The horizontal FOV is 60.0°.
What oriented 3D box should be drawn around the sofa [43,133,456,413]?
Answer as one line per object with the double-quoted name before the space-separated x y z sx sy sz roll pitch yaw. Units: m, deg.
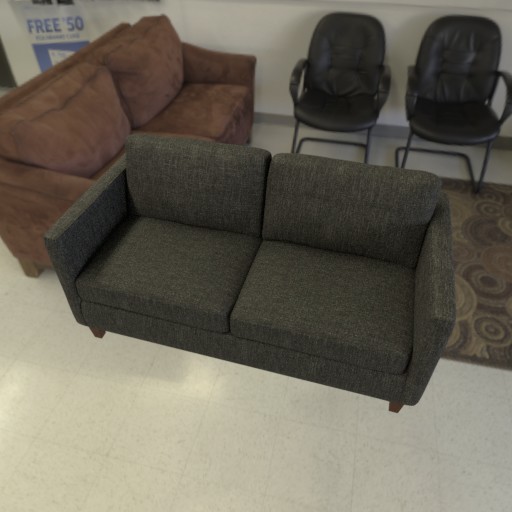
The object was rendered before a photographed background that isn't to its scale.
"sofa" 0.000 0.000 2.387 1.884 0.963 0.950 11 43 12
